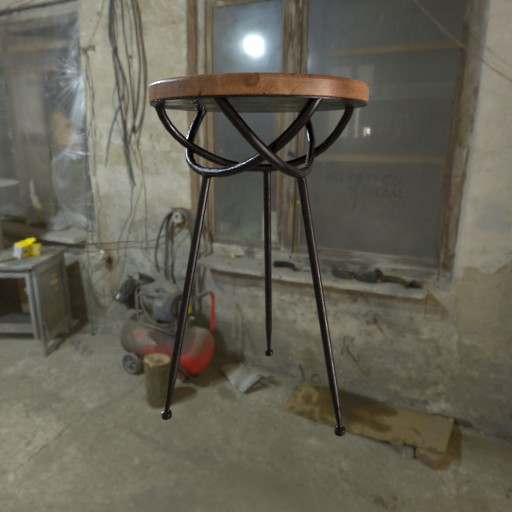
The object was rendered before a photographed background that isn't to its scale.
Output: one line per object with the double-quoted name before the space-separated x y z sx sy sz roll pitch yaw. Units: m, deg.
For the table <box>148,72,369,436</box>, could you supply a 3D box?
"table" 0.000 0.000 0.930 0.418 0.664 0.414 -2 15 -8
